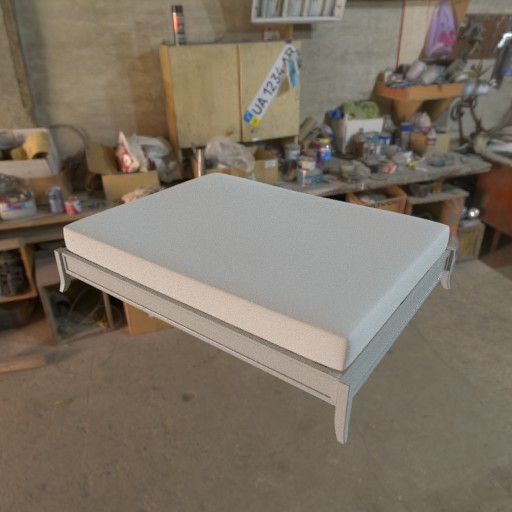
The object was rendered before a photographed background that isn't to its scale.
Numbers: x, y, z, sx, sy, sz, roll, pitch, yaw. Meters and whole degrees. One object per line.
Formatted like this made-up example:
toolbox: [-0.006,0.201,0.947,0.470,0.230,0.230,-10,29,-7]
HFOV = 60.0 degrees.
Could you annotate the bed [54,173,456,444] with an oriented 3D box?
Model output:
bed: [0.000,0.000,2.892,2.108,0.510,1.604,18,32,32]
